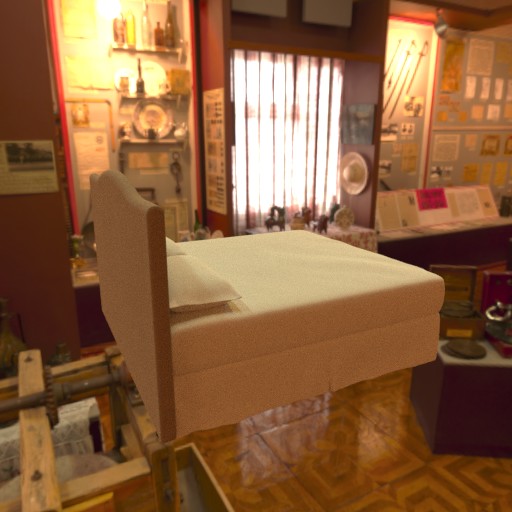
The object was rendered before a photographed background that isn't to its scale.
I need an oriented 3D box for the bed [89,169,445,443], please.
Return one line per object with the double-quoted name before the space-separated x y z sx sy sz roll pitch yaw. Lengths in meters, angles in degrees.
"bed" 0.000 0.000 3.541 2.182 1.421 2.083 -7 17 -26
